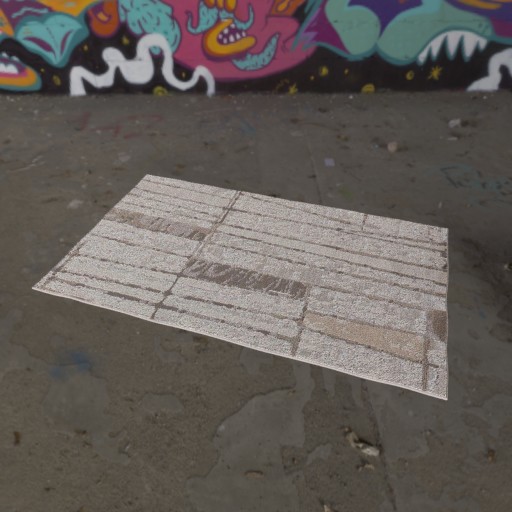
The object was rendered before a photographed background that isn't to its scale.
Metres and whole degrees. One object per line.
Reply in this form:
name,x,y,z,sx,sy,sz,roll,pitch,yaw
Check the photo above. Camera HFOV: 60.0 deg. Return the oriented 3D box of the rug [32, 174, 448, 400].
rug,0.000,0.000,1.051,0.867,0.007,0.515,12,42,14
